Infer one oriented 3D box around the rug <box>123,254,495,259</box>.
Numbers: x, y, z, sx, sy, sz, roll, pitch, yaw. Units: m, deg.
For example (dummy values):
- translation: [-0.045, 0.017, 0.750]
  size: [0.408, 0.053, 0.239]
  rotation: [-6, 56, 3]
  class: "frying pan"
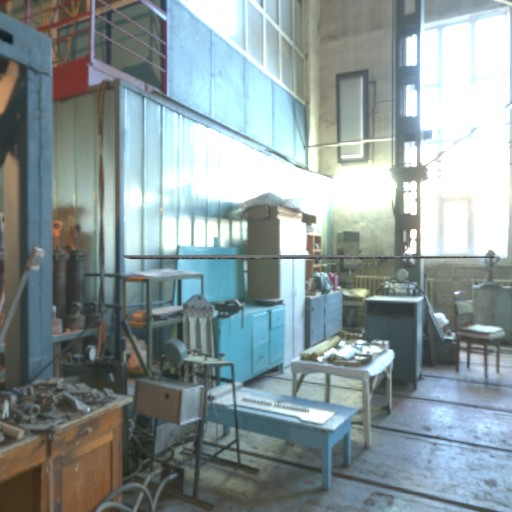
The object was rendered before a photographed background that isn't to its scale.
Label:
- translation: [0.000, 0.000, 5.240]
  size: [2.997, 0.020, 4.093]
  rotation: [0, 0, -17]
  class: "rug"
